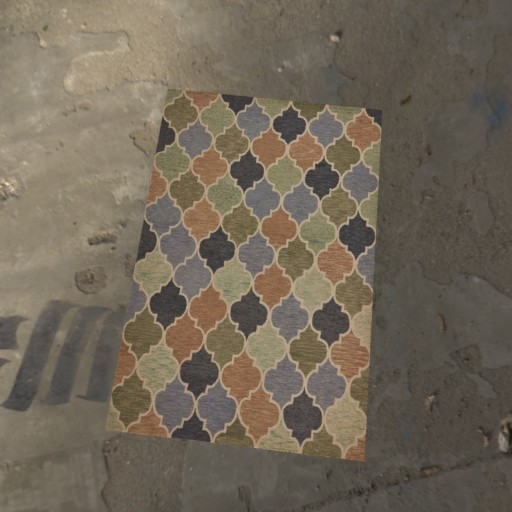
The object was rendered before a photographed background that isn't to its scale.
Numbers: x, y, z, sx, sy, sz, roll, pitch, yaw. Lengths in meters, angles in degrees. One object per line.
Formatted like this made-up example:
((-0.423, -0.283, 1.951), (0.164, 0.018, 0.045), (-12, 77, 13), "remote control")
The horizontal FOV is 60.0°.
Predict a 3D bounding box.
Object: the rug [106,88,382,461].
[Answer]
((0.000, 0.000, 2.282), (1.216, 0.006, 1.828), (6, 76, 2), "rug")
